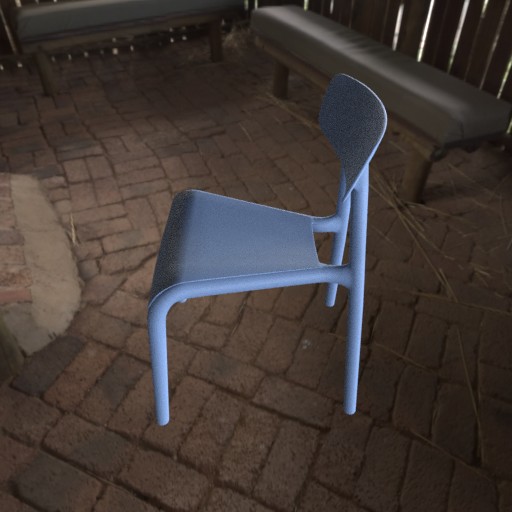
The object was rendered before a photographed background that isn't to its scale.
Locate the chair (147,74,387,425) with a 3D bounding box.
[{"bbox_3d":[0.000,0.000,0.827,0.401,0.580,0.356,0,41,-1],"label":"chair"}]
